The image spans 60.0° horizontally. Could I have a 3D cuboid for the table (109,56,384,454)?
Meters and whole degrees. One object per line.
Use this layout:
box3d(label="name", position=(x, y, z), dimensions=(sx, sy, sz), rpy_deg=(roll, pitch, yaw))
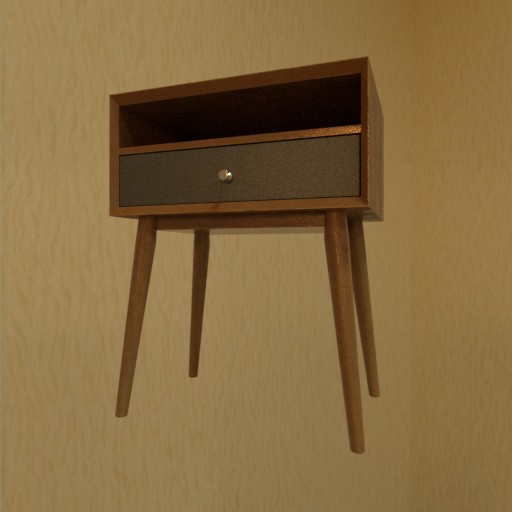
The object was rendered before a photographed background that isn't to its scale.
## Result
box3d(label="table", position=(0.000, 0.000, 0.858), dimensions=(0.454, 0.580, 0.307), rpy_deg=(0, 0, 20))
